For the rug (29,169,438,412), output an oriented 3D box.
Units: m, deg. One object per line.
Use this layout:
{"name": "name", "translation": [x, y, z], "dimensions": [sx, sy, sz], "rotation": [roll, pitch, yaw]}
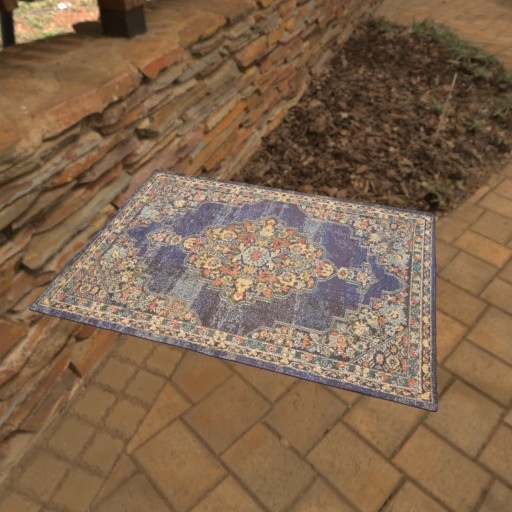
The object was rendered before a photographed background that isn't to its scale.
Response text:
{"name": "rug", "translation": [0.000, 0.000, 2.864], "dimensions": [2.232, 0.009, 1.630], "rotation": [11, 42, 12]}
